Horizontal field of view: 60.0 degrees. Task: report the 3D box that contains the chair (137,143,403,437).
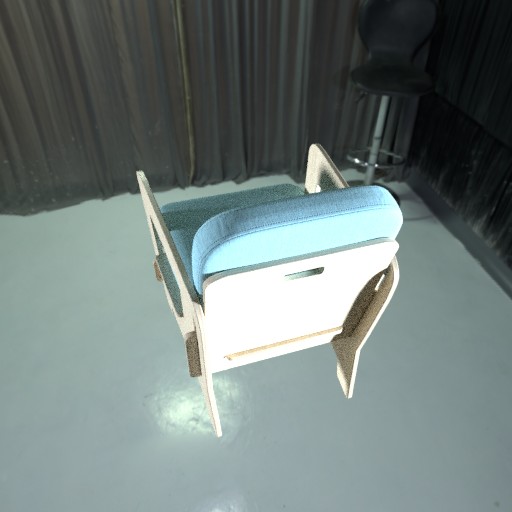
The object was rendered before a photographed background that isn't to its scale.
[{"bbox_3d":[0.000,0.000,1.313,0.590,0.800,0.710,-12,43,-13],"label":"chair"}]
